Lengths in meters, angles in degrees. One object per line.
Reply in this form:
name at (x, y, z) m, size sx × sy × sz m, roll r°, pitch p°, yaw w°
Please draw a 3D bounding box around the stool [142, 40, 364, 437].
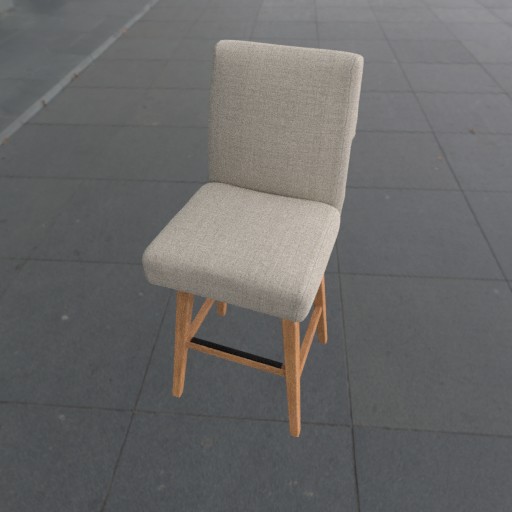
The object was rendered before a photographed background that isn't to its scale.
stool at (0.000, 0.000, 1.391) m, size 0.483 × 1.106 × 0.569 m, roll 13°, pitch 43°, yaw 15°
